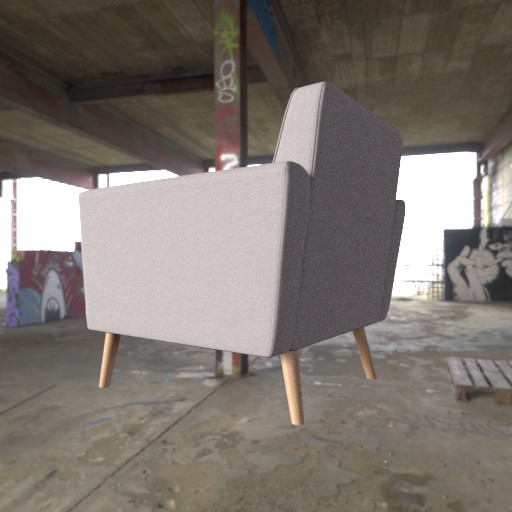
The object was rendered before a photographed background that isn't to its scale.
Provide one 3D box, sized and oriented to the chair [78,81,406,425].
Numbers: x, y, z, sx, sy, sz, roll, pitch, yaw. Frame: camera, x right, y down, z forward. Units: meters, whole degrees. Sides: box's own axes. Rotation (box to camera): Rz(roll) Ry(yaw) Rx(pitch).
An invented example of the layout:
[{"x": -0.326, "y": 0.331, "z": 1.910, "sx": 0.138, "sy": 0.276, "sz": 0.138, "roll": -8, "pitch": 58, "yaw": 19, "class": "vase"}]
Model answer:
[{"x": 0.000, "y": 0.000, "z": 1.389, "sx": 0.750, "sy": 0.780, "sz": 0.780, "roll": 0, "pitch": 0, "yaw": 35, "class": "chair"}]
